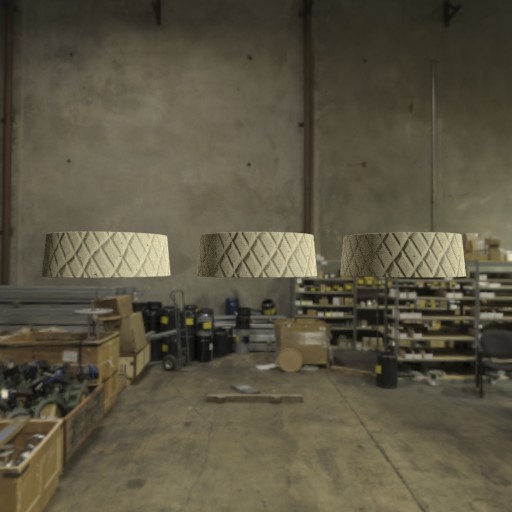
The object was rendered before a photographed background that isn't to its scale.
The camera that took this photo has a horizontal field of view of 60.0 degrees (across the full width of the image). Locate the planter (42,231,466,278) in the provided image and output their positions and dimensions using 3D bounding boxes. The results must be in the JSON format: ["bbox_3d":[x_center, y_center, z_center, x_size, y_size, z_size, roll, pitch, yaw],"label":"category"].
[{"bbox_3d":[0.000,0.000,0.420,0.390,0.038,0.114,0,-1,-2],"label":"planter"}]
